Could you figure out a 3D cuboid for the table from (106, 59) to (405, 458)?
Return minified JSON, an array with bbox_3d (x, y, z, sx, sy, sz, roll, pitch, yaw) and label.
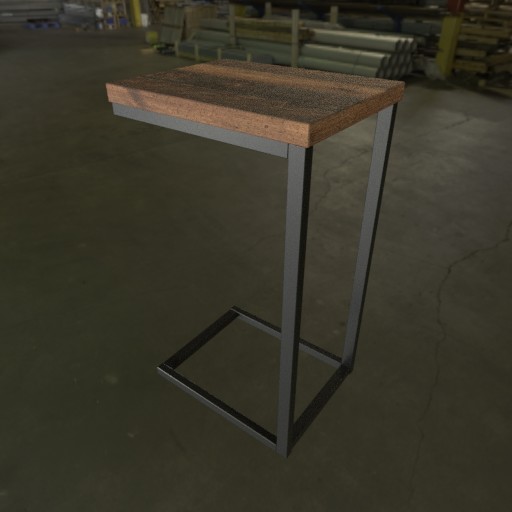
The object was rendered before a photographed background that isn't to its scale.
[{"bbox_3d":[0.000,0.000,0.965,0.414,0.718,0.323,22,39,31],"label":"table"}]
